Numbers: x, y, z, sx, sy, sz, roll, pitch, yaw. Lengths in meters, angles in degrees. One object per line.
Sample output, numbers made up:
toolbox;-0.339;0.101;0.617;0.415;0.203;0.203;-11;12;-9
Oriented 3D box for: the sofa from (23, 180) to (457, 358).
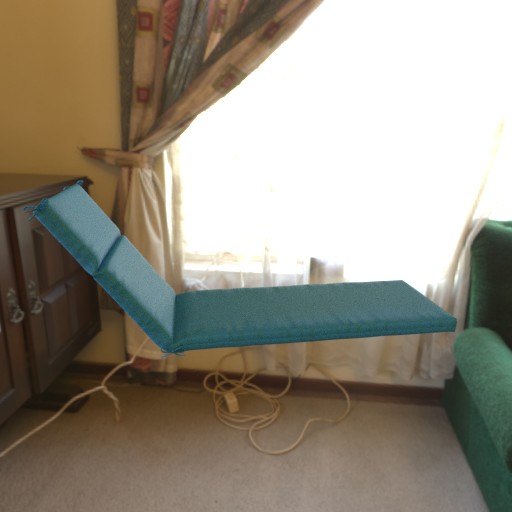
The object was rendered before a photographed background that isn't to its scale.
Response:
sofa;0.000;0.000;1.931;1.663;0.622;0.582;-2;17;-8
